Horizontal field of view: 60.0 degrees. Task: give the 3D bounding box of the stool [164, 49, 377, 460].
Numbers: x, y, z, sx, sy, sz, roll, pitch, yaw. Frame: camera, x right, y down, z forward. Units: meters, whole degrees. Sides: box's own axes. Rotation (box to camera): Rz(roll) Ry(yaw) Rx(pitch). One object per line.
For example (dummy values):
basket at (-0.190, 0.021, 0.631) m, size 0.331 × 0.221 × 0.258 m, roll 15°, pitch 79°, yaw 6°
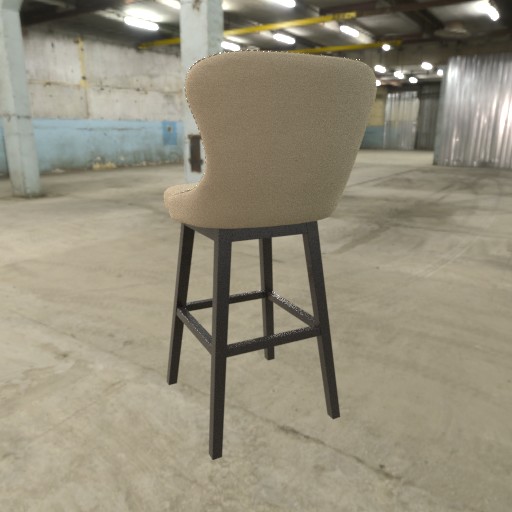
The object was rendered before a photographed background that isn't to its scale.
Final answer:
stool at (0.000, 0.000, 1.364) m, size 0.528 × 1.066 × 0.605 m, roll -7°, pitch 17°, yaw -26°
